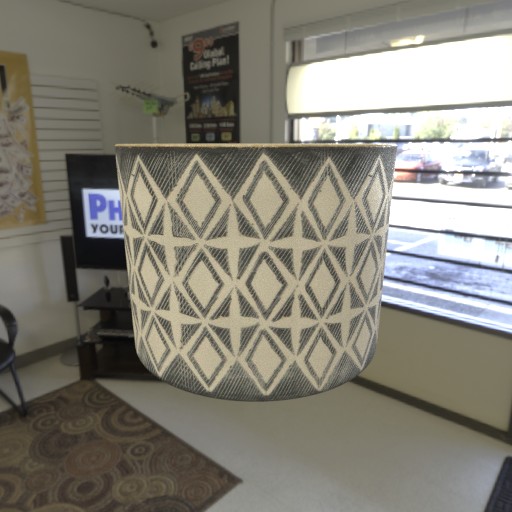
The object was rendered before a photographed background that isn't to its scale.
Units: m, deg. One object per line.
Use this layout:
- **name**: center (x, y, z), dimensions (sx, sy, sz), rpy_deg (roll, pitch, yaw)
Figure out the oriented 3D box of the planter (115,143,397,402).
- **planter**: center (0.000, 0.000, 0.336), dimensions (0.192, 0.165, 0.192), rpy_deg (0, 14, 0)
